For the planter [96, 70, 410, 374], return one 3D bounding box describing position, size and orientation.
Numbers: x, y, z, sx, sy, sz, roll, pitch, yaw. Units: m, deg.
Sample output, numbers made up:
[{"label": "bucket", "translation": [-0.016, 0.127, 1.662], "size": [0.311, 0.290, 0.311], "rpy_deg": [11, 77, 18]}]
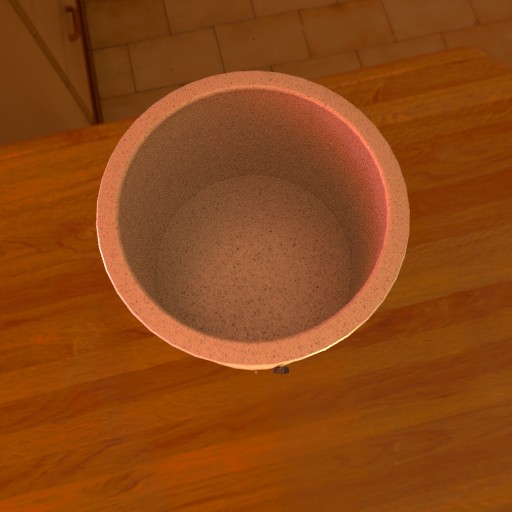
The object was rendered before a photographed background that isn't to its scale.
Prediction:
[{"label": "planter", "translation": [0.000, 0.000, 0.735], "size": [0.368, 0.484, 0.359], "rpy_deg": [-42, 79, -10]}]
